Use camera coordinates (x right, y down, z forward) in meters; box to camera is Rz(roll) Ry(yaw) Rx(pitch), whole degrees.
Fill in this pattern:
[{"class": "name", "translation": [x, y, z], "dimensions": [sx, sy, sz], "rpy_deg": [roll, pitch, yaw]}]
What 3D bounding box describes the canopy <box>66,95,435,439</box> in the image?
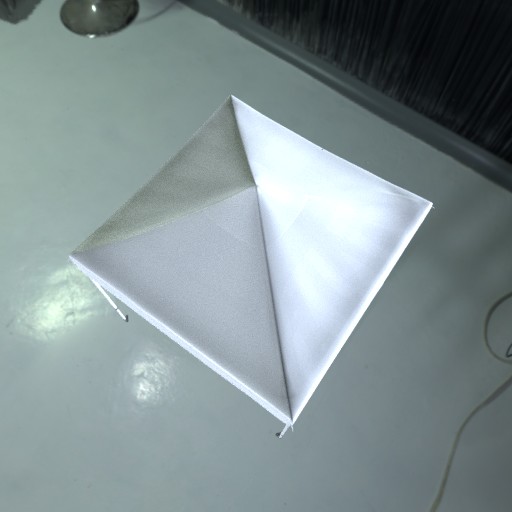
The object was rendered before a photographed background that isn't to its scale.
[{"class": "canopy", "translation": [0.000, 0.000, 5.519], "dimensions": [2.994, 2.998, 2.996], "rpy_deg": [33, 68, 15]}]
